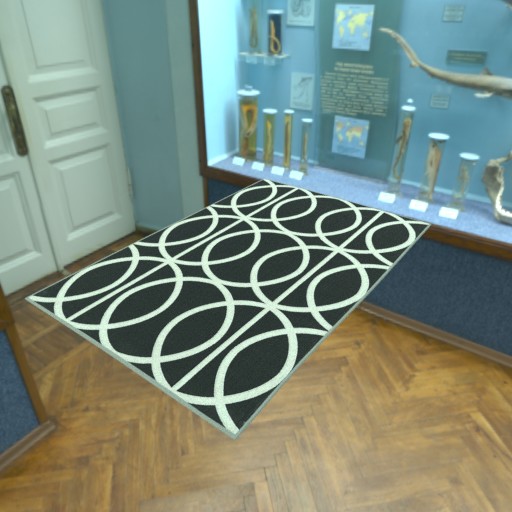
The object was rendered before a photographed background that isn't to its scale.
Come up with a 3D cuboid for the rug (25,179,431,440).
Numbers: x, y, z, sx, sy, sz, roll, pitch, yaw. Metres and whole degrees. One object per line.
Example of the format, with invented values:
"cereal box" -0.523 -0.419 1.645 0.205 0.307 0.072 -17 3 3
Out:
"rug" 0.000 0.000 2.869 1.526 0.014 2.290 21 37 31
